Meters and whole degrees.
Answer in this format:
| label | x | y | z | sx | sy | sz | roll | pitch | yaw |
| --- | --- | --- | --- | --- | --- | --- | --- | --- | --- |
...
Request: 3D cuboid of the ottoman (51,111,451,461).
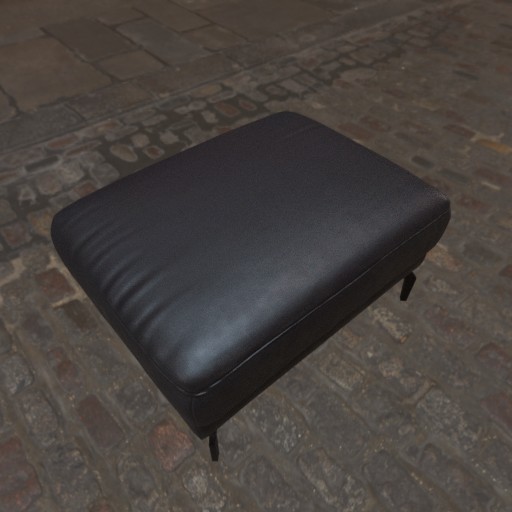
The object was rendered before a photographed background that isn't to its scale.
| label | x | y | z | sx | sy | sz | roll | pitch | yaw |
| --- | --- | --- | --- | --- | --- | --- | --- | --- | --- |
| ottoman | 0.000 | 0.000 | 1.084 | 0.764 | 0.402 | 0.570 | -32 | 54 | -27 |
